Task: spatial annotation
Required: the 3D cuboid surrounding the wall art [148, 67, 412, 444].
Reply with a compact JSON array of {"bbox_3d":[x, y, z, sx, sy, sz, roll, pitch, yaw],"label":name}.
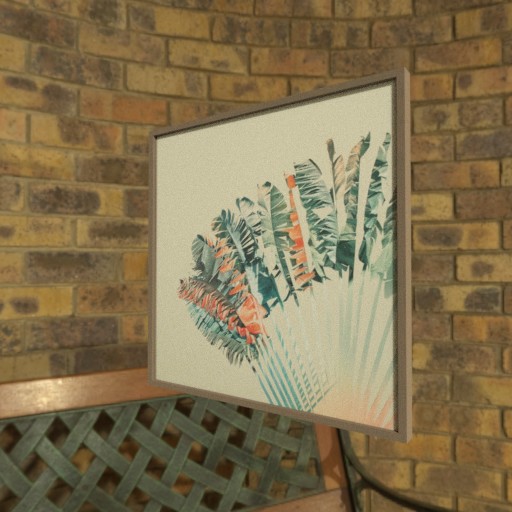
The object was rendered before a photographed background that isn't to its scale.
[{"bbox_3d":[0.000,0.000,1.125,0.761,0.758,0.038,-1,-1,35],"label":"wall art"}]
